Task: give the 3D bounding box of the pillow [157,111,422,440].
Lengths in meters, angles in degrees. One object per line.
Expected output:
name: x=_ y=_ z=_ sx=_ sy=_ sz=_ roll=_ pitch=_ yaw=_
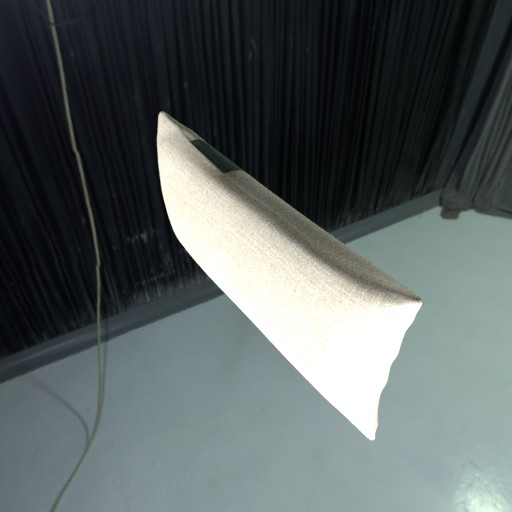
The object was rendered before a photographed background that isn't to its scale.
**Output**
pillow: x=0.000 y=0.000 z=1.059 sx=0.197 sy=0.429 sz=0.859 roll=-25 pitch=47 yaw=-26
